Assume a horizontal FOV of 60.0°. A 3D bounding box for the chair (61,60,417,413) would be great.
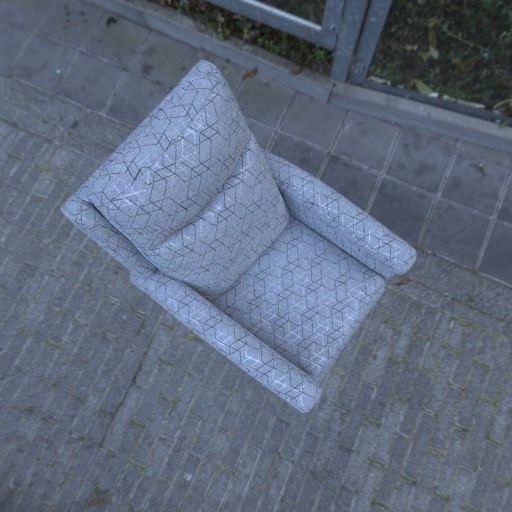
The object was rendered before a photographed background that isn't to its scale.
[{"bbox_3d":[0.000,0.000,1.732,0.987,1.048,0.753,37,78,9],"label":"chair"}]
